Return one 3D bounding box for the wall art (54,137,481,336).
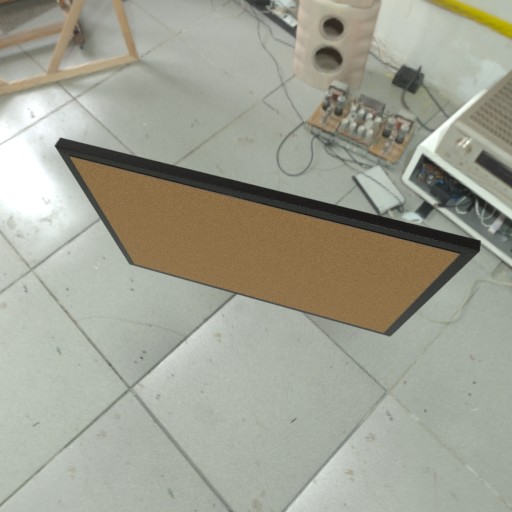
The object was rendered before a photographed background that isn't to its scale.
[{"bbox_3d":[0.000,0.000,0.582,0.440,0.306,0.013,15,66,7],"label":"wall art"}]
